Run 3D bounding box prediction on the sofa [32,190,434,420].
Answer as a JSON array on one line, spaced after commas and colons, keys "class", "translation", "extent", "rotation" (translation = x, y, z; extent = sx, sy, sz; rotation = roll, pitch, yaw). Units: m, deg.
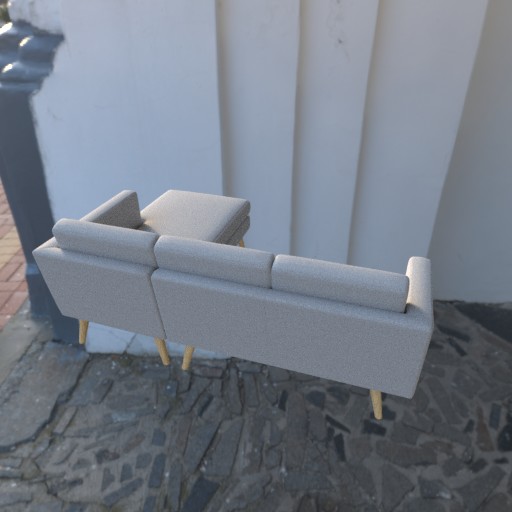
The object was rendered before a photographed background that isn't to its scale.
[{"class": "sofa", "translation": [0.000, 0.000, 2.831], "extent": [2.040, 0.860, 1.530], "rotation": [10, 32, 16]}]
